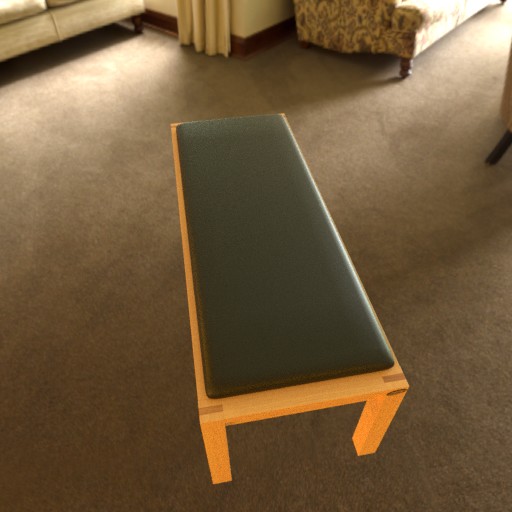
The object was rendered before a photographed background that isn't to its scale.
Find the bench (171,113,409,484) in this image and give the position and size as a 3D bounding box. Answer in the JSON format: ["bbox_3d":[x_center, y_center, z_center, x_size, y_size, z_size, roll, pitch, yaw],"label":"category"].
[{"bbox_3d":[0.000,0.000,1.452,0.450,0.430,1.202,-8,47,-7],"label":"bench"}]
